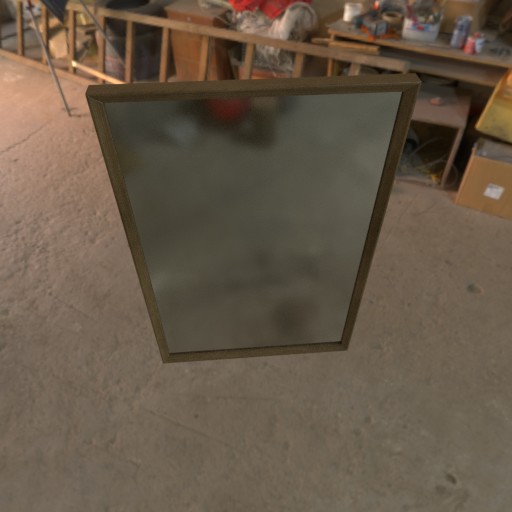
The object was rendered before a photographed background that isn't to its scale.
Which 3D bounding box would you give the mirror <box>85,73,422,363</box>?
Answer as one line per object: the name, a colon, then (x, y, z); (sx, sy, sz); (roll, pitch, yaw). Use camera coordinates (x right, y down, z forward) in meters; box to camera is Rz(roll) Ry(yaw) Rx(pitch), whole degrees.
mirror: (0.000, 0.000, 1.142); (0.609, 0.915, 0.041); (-3, 46, -3)
